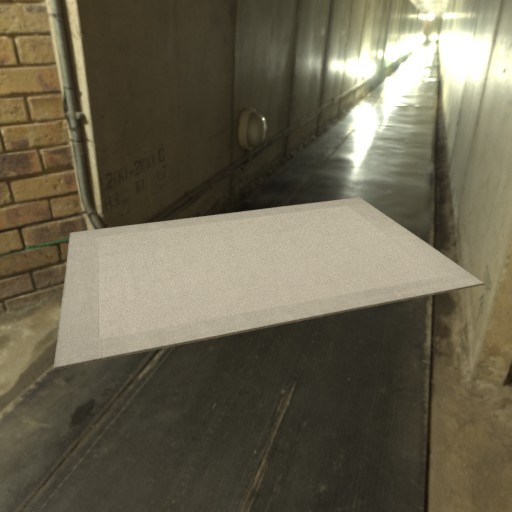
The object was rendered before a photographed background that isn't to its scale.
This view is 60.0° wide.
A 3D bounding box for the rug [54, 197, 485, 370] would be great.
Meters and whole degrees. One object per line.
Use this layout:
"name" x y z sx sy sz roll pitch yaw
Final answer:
"rug" 0.000 0.000 3.004 2.438 0.014 1.524 -9 30 -15
